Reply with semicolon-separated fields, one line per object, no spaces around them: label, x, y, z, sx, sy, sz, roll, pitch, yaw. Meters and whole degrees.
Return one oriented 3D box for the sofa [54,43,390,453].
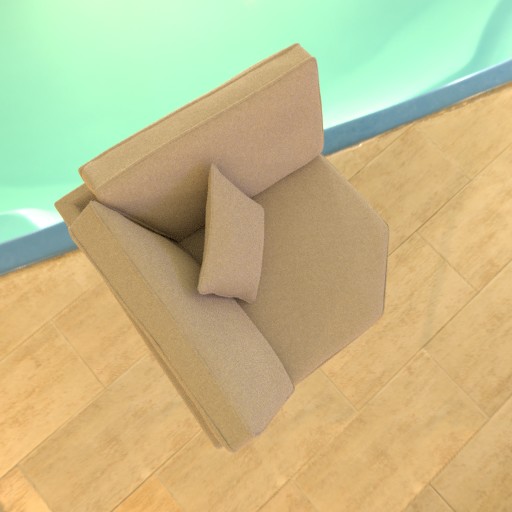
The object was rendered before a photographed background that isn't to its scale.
sofa;0.000;0.000;1.813;1.042;0.937;1.050;-35;78;-9
